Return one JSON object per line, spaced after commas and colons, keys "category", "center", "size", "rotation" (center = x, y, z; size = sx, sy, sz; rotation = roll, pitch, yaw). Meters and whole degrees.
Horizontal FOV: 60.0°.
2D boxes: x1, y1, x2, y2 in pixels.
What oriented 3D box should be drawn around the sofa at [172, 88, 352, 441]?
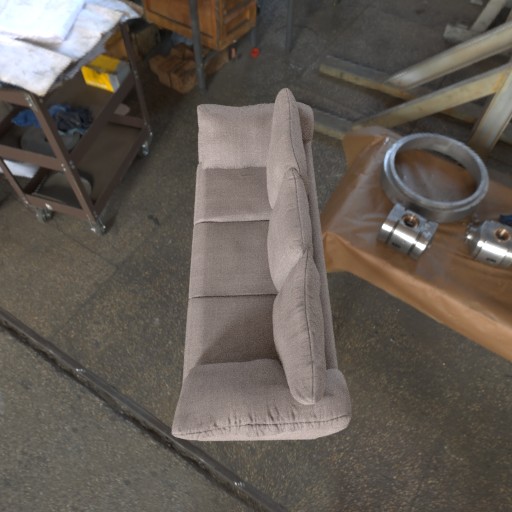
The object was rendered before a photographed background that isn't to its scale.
{"category": "sofa", "center": [0.000, 0.000, 2.910], "size": [0.878, 0.996, 2.334], "rotation": [-1, 58, -1]}
